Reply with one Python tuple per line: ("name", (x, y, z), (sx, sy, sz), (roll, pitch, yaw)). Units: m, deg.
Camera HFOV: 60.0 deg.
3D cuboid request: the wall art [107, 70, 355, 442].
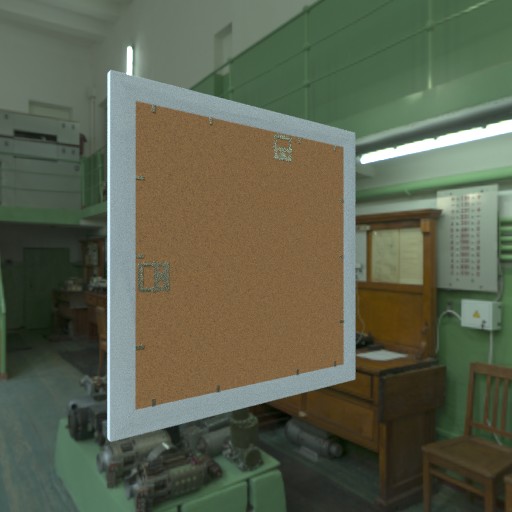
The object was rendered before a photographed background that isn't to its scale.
("wall art", (0.000, 0.000, 0.876), (0.584, 0.584, 0.013), (0, 0, -37))
